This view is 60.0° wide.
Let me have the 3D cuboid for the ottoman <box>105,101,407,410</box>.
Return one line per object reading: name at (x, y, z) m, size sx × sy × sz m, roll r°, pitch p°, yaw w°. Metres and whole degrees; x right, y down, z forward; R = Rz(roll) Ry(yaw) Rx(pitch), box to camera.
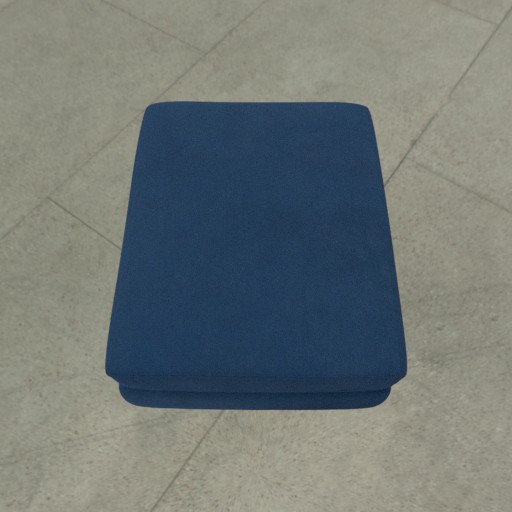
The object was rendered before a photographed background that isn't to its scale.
ottoman at (0.000, 0.000, 1.228) m, size 0.655 × 0.485 × 0.794 m, roll 0°, pitch 64°, yaw 0°
